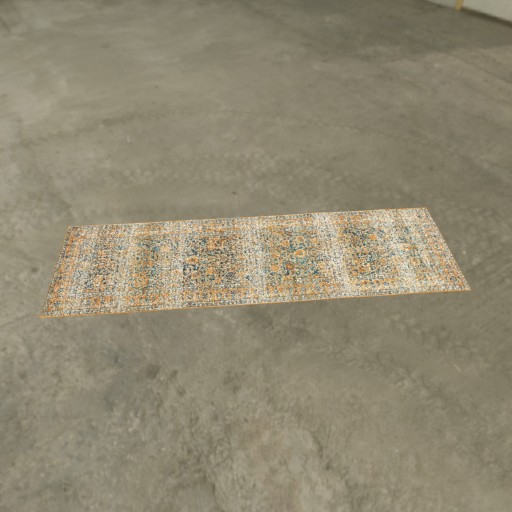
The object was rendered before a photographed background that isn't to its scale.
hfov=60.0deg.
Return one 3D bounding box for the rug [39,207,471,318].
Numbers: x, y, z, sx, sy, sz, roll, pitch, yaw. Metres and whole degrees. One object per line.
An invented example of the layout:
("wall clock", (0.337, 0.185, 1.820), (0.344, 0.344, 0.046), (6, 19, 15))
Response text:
("rug", (0.000, 0.000, 2.584), (2.294, 0.014, 0.704), (-3, 46, -3))
